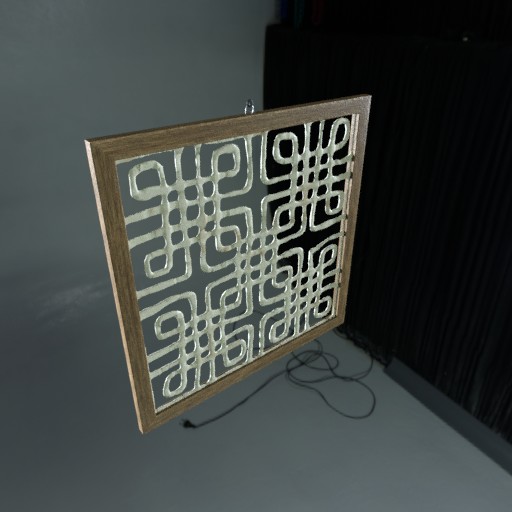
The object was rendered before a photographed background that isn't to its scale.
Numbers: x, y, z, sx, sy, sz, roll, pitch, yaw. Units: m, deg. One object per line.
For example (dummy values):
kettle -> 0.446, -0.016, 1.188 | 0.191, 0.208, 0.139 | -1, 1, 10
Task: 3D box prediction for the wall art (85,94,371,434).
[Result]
wall art -> 0.000, 0.000, 0.860 | 0.561, 0.582, 0.021 | -21, 36, -32
